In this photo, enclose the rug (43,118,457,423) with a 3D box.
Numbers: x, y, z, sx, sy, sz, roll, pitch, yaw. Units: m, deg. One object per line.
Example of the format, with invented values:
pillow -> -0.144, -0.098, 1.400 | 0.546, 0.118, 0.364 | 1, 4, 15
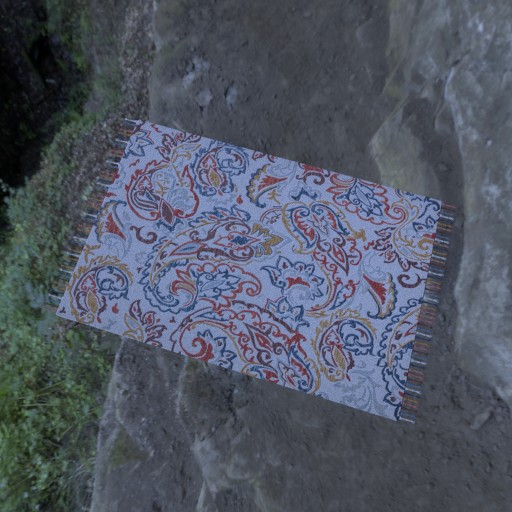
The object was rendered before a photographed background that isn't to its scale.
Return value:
rug -> 0.000, 0.000, 2.412 | 1.997, 0.010, 1.218 | 16, 75, 4
